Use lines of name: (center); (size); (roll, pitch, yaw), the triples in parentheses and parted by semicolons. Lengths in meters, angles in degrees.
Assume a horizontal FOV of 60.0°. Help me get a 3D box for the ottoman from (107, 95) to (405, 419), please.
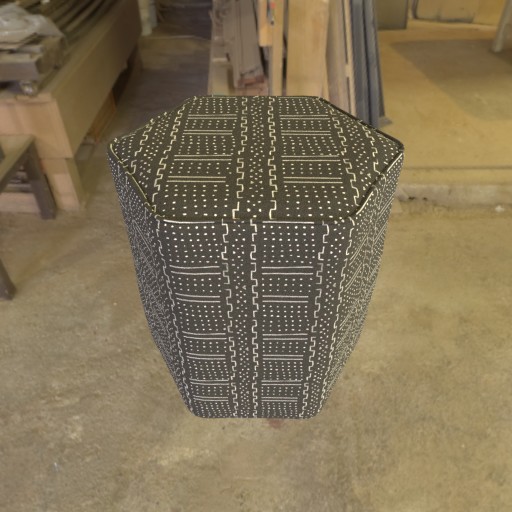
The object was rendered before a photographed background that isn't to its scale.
ottoman: (0.000, 0.000, 0.881); (0.494, 0.502, 0.443); (0, 40, 0)
